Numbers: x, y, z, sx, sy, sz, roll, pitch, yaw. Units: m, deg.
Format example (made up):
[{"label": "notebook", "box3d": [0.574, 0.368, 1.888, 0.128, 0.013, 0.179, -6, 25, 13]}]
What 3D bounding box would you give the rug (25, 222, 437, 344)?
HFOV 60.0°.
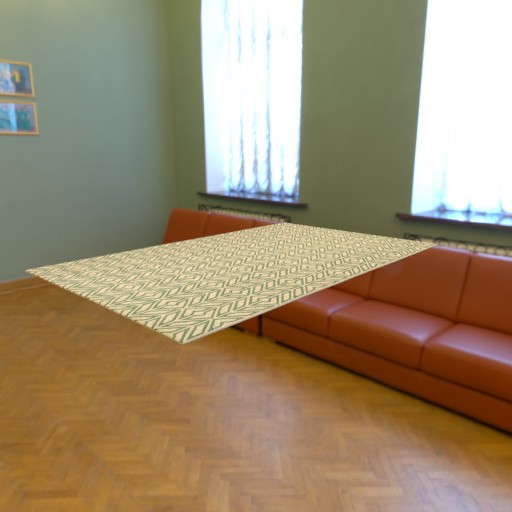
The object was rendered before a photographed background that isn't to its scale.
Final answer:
[{"label": "rug", "box3d": [0.000, 0.000, 3.015, 1.517, 0.011, 2.435, 12, 18, 41]}]
